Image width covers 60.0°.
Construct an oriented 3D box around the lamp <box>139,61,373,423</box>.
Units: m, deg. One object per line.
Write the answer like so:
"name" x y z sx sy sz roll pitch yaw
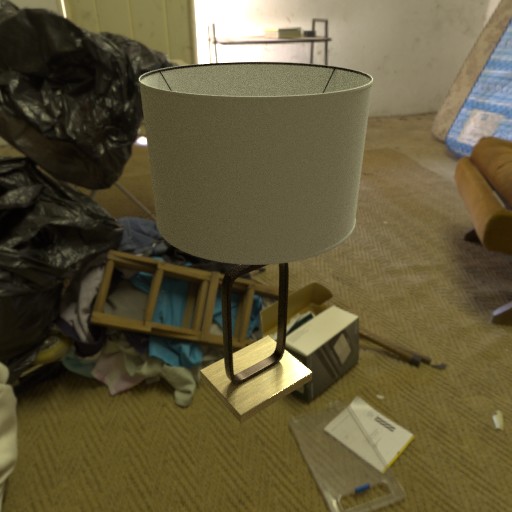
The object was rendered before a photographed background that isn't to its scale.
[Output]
"lamp" 0.000 0.000 0.667 0.279 0.508 0.279 -21 36 -32
